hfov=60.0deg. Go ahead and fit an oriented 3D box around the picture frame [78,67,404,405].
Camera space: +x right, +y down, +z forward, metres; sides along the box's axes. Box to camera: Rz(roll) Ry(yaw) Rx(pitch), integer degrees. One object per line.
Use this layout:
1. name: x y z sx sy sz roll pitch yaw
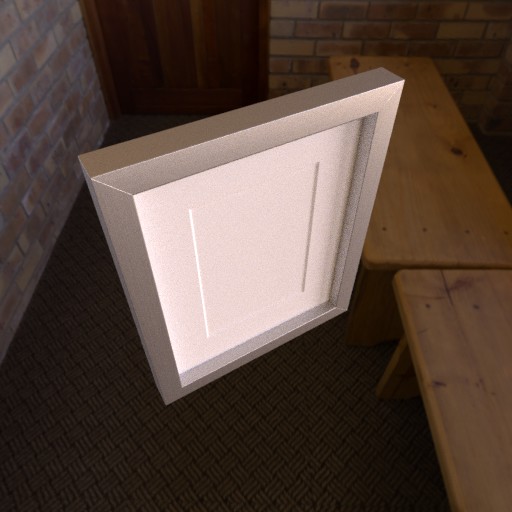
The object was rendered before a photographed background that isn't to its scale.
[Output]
1. picture frame: 0.000 0.000 0.396 0.233 0.282 0.036 -23 51 -21
